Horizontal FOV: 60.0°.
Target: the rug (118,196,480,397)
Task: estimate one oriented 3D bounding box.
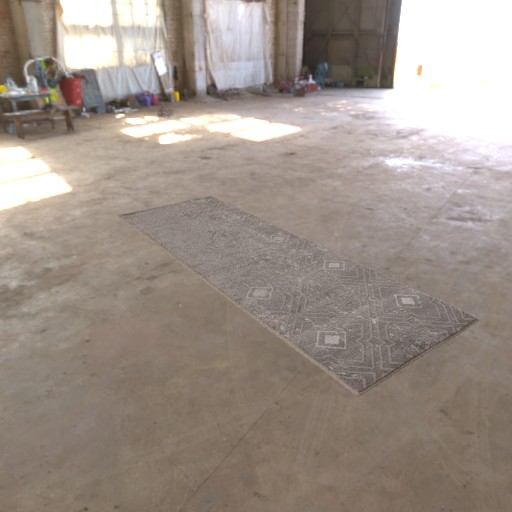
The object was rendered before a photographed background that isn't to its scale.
[{"bbox_3d":[0.000,0.000,2.697,0.832,0.035,2.381,-17,30,-33],"label":"rug"}]
